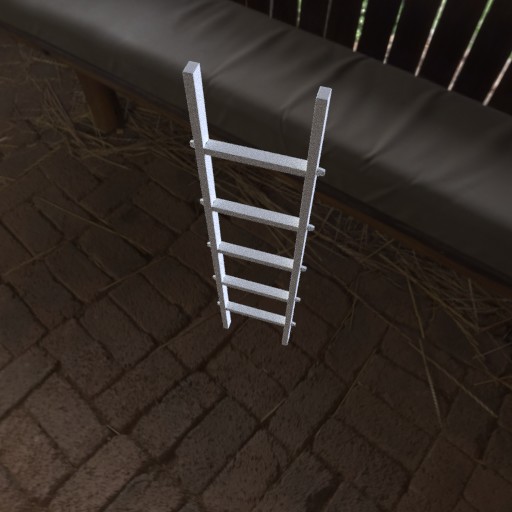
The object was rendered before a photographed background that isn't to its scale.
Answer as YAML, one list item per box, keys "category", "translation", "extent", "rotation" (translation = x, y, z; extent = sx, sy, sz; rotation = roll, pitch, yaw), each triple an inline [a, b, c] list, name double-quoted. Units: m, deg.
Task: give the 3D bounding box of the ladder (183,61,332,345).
- category: "ladder"
  translation: [0.000, 0.000, 1.952]
  extent: [0.452, 1.797, 0.051]
  rotation: [14, 60, 9]
